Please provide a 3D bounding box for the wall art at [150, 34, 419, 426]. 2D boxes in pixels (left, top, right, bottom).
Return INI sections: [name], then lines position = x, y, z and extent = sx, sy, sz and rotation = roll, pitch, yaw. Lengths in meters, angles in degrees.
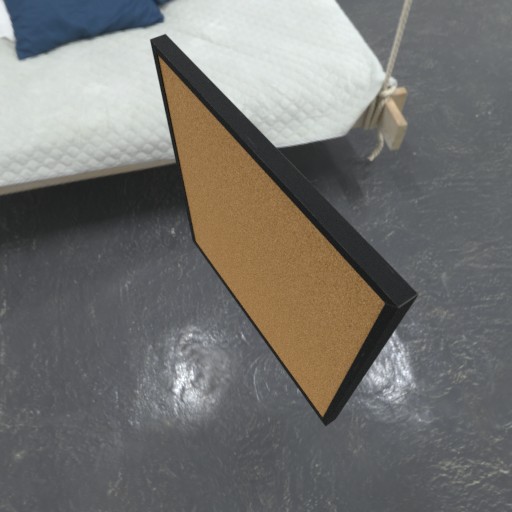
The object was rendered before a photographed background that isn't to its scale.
[wall art]
position = 0.000, 0.000, 1.102
extent = 0.037, 0.761, 0.761
rotation = -29, 62, -17
